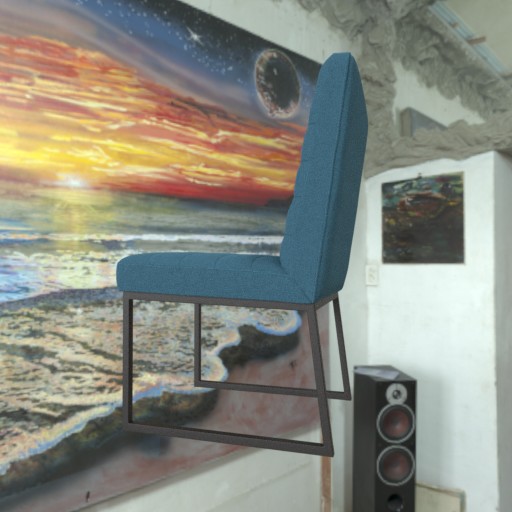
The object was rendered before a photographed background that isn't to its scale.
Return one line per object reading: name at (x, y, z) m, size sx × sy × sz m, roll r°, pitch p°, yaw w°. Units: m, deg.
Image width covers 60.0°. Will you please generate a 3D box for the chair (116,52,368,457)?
chair at (0.000, 0.000, 1.314) m, size 0.634 × 0.930 × 0.520 m, roll 0°, pitch -1°, yaw 17°
